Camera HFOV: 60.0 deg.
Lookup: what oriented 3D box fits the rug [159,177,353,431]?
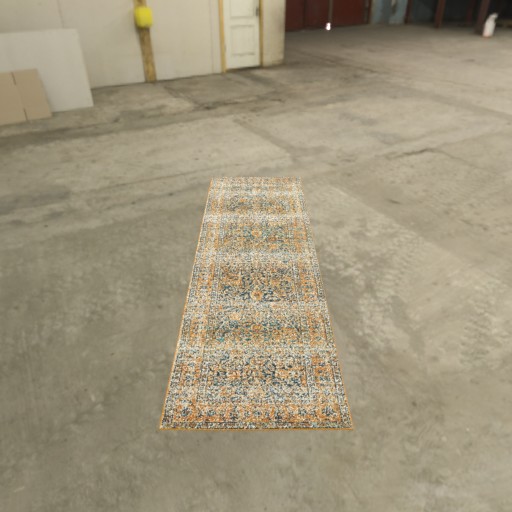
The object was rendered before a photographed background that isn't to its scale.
[{"bbox_3d":[0.000,0.000,2.557,0.704,0.014,2.294,0,33,0],"label":"rug"}]
